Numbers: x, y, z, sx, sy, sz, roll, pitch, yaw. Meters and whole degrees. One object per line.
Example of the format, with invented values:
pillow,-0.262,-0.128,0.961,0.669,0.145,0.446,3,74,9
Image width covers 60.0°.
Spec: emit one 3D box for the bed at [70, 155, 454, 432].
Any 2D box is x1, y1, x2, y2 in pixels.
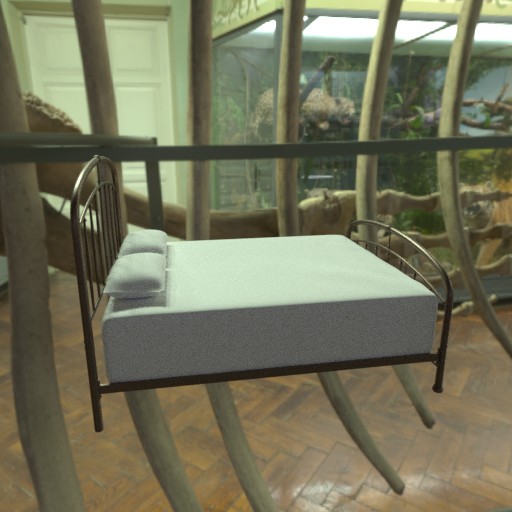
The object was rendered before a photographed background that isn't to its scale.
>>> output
bed,0.000,0.000,3.270,2.168,1.475,1.711,-3,17,-10
